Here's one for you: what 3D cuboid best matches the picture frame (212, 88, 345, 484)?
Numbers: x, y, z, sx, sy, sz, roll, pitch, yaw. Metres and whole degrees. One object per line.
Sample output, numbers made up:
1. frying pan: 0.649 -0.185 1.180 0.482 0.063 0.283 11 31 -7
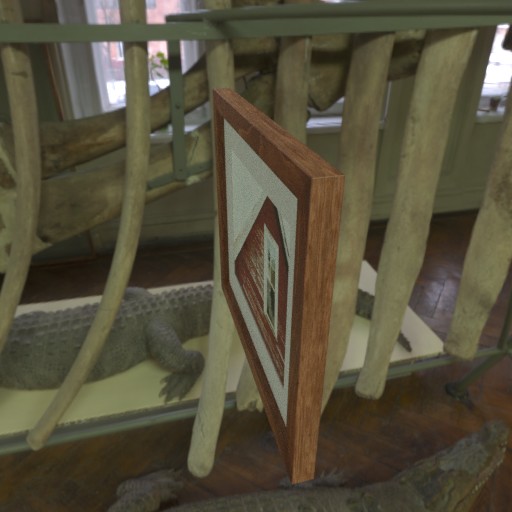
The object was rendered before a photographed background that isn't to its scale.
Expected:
1. picture frame: 0.000 0.000 0.539 0.025 0.330 0.381 -7 30 -13
